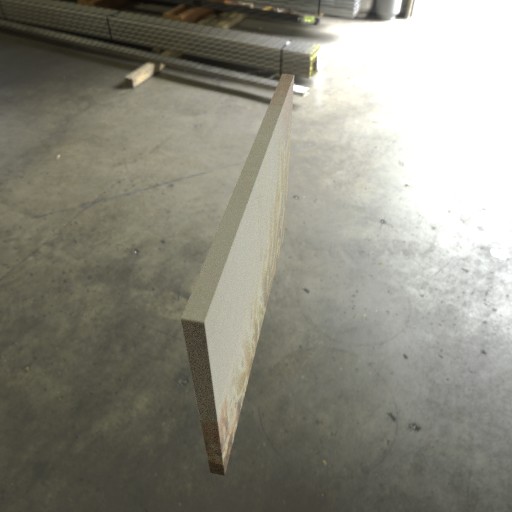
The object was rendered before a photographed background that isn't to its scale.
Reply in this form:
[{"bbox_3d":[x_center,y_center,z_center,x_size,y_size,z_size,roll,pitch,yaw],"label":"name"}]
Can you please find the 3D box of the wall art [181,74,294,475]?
[{"bbox_3d":[0.000,0.000,1.185,0.040,0.608,0.916,8,45,8],"label":"wall art"}]
